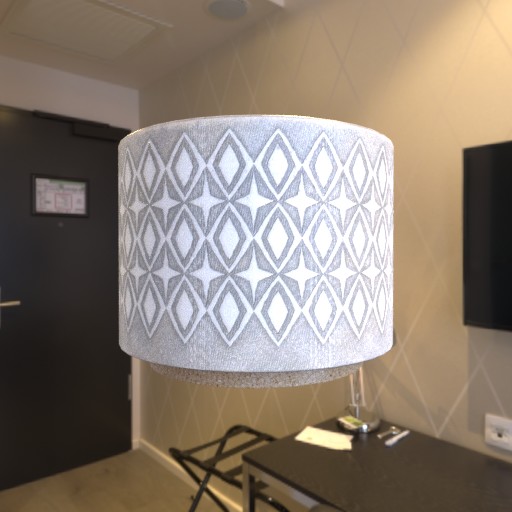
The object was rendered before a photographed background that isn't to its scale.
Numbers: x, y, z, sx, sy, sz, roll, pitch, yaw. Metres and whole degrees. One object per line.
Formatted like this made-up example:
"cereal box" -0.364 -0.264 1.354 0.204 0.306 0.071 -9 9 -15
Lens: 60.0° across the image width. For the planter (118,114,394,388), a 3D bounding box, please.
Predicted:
"planter" 0.000 0.000 0.315 0.186 0.144 0.186 0 1 0
